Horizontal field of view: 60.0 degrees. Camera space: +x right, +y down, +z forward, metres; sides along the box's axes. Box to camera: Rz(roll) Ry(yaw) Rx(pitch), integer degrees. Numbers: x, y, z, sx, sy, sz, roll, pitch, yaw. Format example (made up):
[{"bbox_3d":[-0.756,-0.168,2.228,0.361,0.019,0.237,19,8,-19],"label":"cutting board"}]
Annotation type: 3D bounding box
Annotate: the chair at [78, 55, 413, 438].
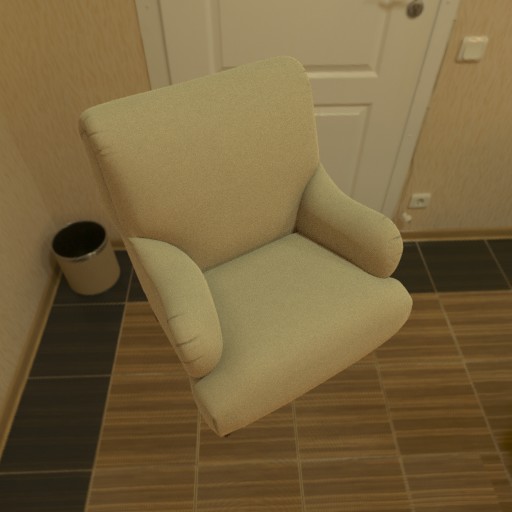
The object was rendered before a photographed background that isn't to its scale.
[{"bbox_3d":[0.000,0.000,1.477,0.766,0.942,0.842,-24,52,-20],"label":"chair"}]
